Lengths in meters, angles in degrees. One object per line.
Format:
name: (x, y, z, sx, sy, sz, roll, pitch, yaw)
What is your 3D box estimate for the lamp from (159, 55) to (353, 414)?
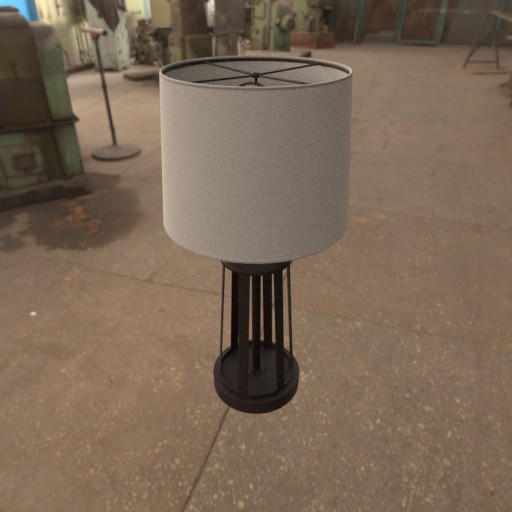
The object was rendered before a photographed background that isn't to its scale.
lamp: (0.000, 0.000, 0.645, 0.251, 0.509, 0.251, 0, 32, 0)
